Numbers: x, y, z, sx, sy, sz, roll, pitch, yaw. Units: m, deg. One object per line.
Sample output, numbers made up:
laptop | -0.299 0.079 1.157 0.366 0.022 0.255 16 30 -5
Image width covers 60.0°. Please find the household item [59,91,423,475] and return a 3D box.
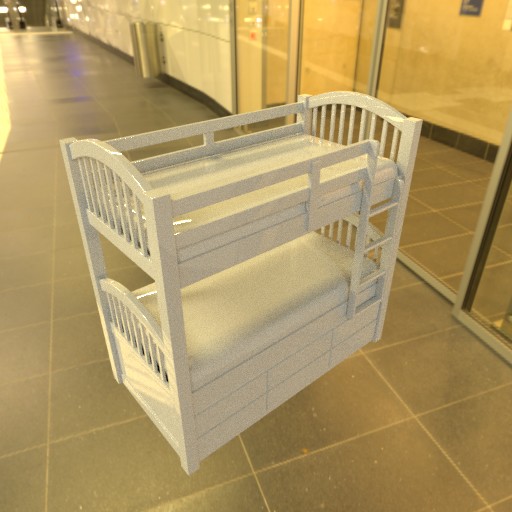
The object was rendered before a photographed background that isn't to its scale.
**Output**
household item | 0.000 0.000 3.238 2.032 2.032 1.143 -24 38 -33
